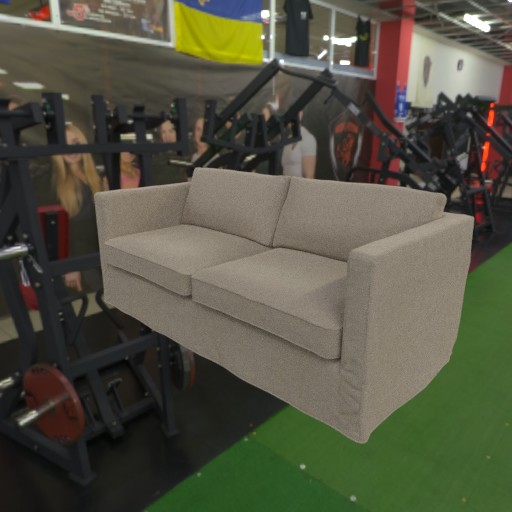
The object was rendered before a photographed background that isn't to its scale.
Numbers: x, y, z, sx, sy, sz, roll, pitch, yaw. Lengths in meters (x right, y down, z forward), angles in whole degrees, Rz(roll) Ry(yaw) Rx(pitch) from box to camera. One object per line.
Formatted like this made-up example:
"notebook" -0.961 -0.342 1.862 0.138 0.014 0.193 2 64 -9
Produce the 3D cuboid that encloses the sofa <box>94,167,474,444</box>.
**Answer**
"sofa" 0.000 0.000 2.477 1.987 0.847 0.956 16 23 42
